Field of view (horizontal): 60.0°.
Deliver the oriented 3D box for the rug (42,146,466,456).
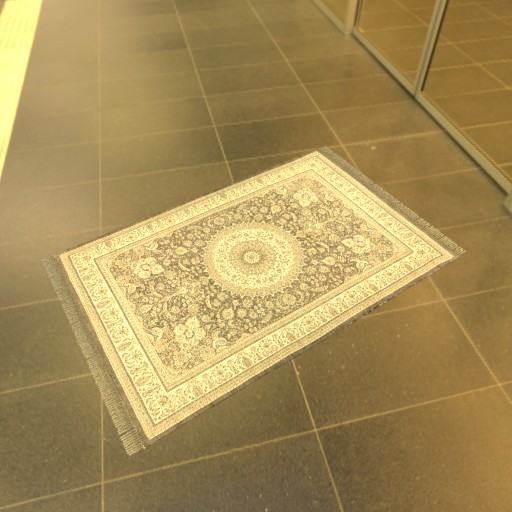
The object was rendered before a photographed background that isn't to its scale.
[{"bbox_3d":[0.000,0.000,4.192,3.422,0.015,2.143,-26,53,-22],"label":"rug"}]
